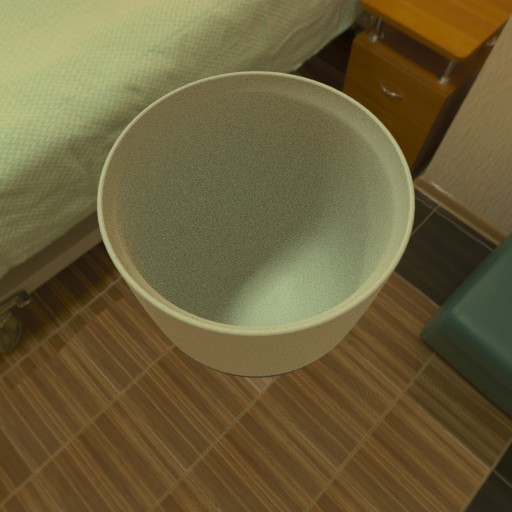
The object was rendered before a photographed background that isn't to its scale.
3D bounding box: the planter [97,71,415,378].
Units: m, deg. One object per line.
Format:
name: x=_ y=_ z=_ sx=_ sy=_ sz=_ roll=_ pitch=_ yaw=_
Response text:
planter: x=0.000 y=0.000 z=0.382 sx=0.204 sy=0.214 sz=0.204 roll=0 pitch=64 yaw=0
